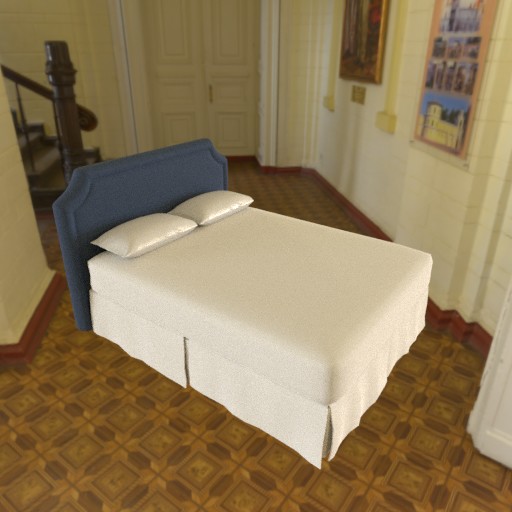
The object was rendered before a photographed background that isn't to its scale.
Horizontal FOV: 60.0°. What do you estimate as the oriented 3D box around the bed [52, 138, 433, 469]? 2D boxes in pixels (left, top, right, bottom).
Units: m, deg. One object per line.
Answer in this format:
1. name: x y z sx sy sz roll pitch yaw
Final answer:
1. bed: 0.000 0.000 3.347 2.260 1.297 1.831 18 31 32
